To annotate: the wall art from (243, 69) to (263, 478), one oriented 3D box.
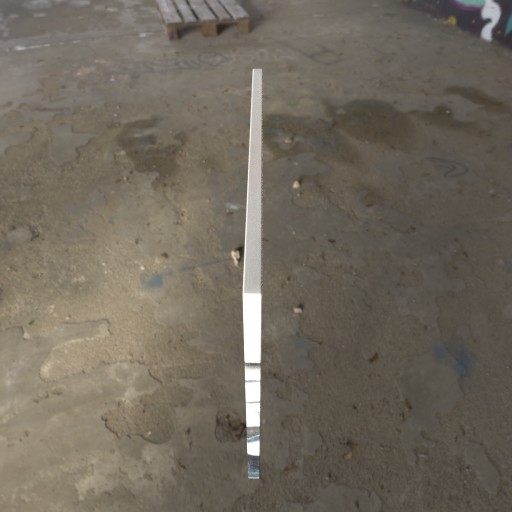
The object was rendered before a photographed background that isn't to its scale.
[{"bbox_3d":[0.000,0.000,1.631,0.039,0.915,1.219,0,43,0],"label":"wall art"}]
